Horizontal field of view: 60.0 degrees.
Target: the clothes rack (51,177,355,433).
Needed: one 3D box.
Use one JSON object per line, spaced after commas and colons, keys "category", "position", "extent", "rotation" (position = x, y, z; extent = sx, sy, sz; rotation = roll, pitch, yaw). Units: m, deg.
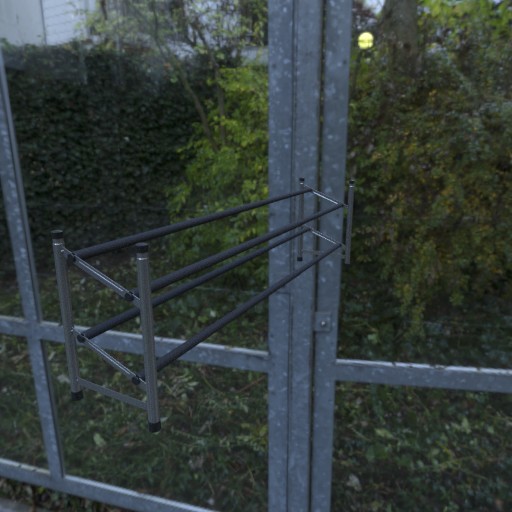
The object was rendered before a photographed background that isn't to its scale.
{"category": "clothes rack", "position": [0.000, 0.000, 1.294], "extent": [0.229, 0.349, 1.168], "rotation": [8, 18, 28]}
